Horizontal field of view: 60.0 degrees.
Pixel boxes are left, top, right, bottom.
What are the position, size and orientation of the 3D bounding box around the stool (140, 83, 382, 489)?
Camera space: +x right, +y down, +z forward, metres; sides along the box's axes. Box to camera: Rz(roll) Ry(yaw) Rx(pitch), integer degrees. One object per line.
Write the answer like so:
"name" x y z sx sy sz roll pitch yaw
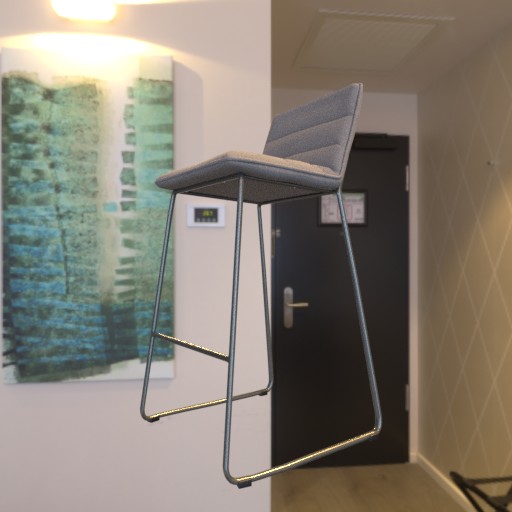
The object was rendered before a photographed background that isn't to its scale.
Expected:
"stool" 0.000 0.000 1.228 0.490 0.960 0.490 0 0 -37
